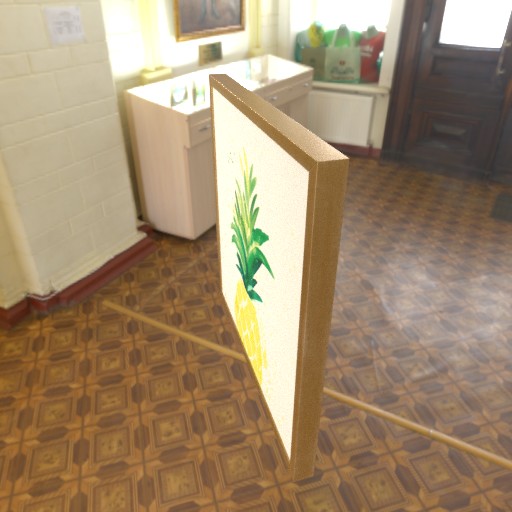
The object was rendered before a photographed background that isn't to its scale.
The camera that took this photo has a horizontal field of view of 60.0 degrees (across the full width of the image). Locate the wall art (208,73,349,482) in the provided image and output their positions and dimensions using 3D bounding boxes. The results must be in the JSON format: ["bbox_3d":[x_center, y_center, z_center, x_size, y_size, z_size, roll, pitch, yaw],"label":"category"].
[{"bbox_3d":[0.000,0.000,0.760,0.033,0.509,0.510,-9,32,-14],"label":"wall art"}]
